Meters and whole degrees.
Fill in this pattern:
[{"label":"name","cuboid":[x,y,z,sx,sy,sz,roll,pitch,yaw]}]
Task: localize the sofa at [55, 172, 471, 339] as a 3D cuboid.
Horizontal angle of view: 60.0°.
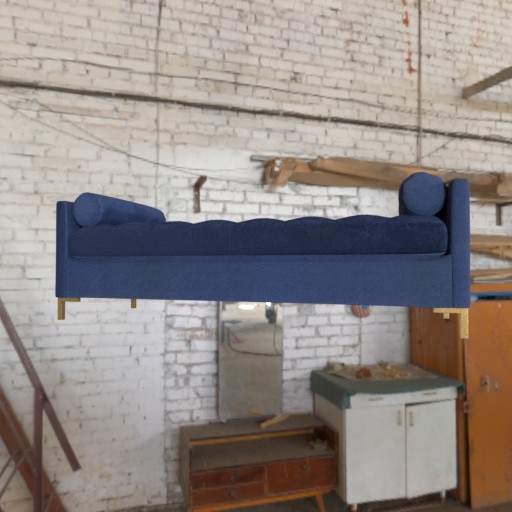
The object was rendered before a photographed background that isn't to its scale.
[{"label":"sofa","cuboid":[0.000,0.000,2.479,2.102,0.705,0.796,0,-1,18]}]
